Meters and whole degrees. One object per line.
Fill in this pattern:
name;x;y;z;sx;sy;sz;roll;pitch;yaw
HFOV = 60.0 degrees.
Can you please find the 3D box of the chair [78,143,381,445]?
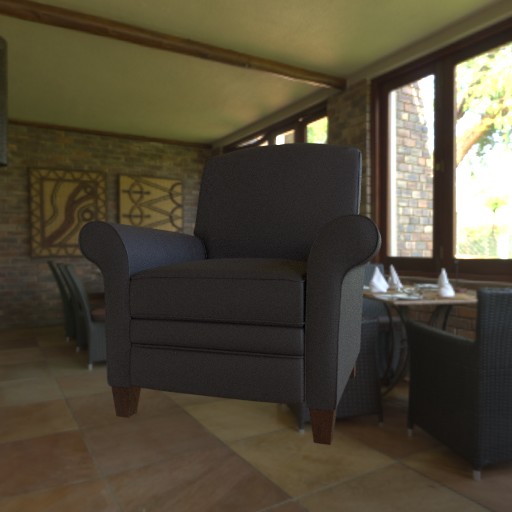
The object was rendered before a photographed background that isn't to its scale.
chair;0.000;0.000;1.751;0.978;1.061;0.902;0;1;18
